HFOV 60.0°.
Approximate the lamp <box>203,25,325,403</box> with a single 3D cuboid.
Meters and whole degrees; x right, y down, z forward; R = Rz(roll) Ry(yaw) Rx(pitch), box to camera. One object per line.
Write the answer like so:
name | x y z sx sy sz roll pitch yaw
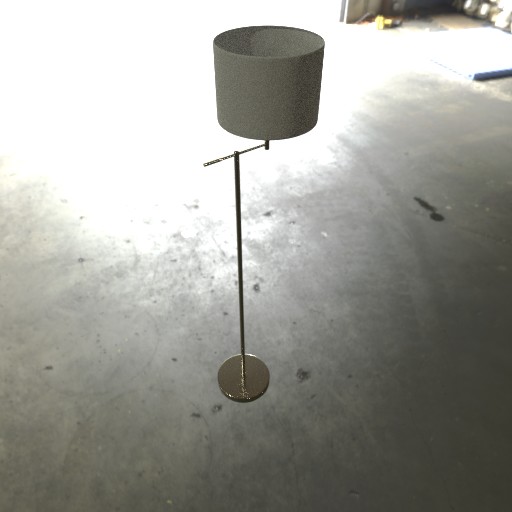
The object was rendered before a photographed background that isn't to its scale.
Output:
lamp | 0.000 0.000 1.777 0.416 1.600 0.324 -26 47 -27
